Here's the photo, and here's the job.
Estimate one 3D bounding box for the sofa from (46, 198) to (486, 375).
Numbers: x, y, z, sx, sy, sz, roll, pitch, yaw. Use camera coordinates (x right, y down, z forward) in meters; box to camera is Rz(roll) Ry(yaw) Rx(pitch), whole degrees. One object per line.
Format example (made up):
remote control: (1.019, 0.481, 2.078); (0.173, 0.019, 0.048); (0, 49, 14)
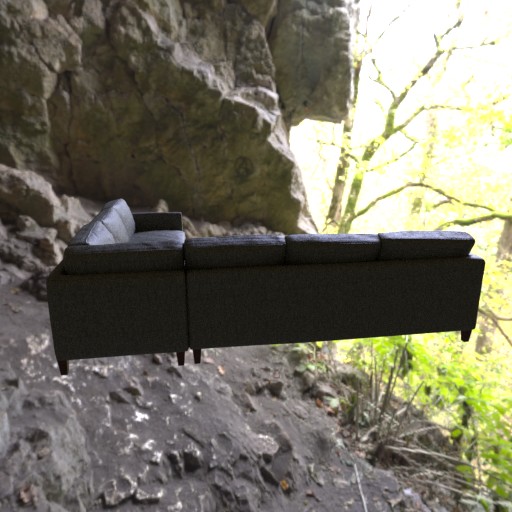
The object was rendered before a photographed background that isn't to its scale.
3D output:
sofa: (0.000, 0.000, 4.468); (3.302, 0.947, 2.593); (-3, 16, -9)
